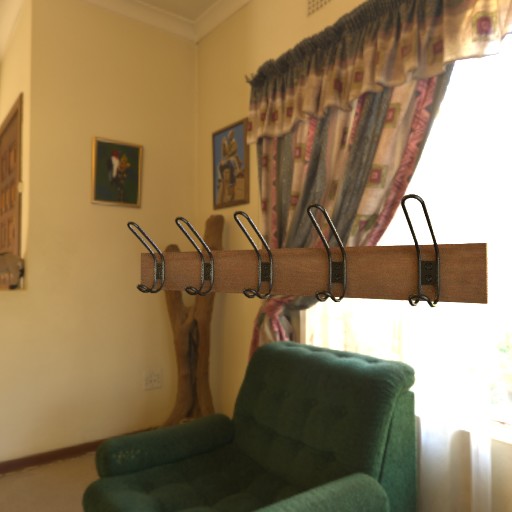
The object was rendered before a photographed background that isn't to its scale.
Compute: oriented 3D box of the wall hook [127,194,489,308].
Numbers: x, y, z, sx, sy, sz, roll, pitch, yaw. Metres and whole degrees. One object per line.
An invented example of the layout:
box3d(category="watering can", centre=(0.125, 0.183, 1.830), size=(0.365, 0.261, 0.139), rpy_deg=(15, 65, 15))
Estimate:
box3d(category="wall hook", centre=(0.000, 0.000, 0.603), size=(0.554, 0.116, 0.076), rpy_deg=(-1, -2, 37))
